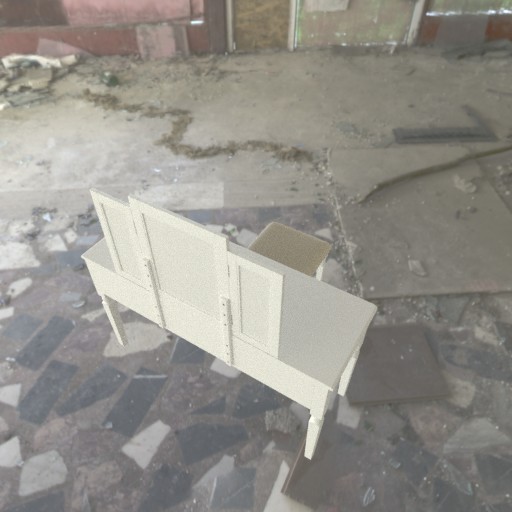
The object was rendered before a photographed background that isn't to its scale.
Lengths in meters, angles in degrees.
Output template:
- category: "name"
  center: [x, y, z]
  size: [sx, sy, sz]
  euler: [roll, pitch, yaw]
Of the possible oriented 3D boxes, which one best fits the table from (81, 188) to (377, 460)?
- category: "table"
  center: [0.000, 0.000, 2.338]
  size: [1.369, 1.310, 1.115]
  euler: [24, 50, 22]
